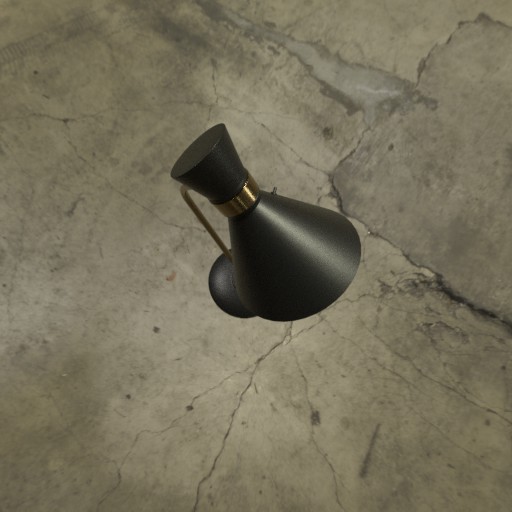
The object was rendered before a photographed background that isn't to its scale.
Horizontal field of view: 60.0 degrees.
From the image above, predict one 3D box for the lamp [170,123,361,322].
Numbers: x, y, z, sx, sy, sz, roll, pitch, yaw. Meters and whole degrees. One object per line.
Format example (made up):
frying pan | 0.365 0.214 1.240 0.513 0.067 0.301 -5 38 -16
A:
lamp | 0.000 0.000 0.754 0.292 0.647 0.189 35 78 9
